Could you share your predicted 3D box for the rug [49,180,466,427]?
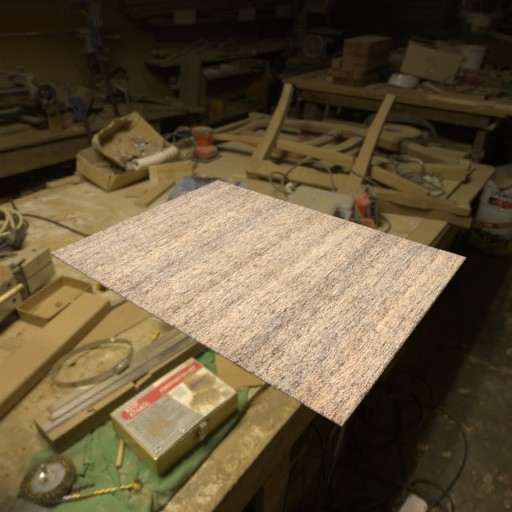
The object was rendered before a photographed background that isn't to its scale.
[{"bbox_3d":[0.000,0.000,4.257,3.199,0.036,2.414,22,38,32],"label":"rug"}]
